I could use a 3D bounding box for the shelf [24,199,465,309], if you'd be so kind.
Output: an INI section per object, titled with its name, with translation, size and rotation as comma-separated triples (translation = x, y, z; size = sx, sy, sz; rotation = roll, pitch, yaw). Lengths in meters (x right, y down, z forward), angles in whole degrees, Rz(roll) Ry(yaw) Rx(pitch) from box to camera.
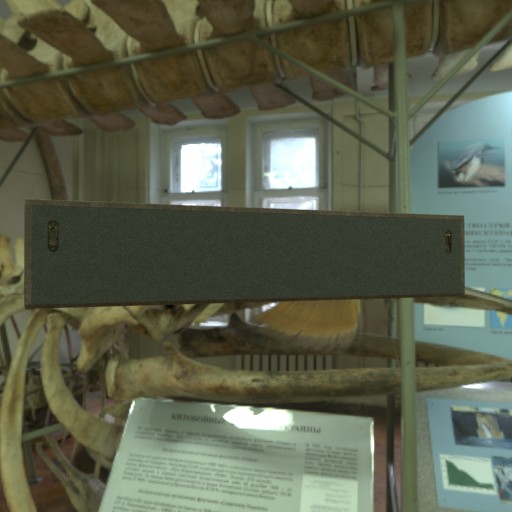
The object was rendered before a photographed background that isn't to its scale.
[shelf]
translation = 0.000, 0.000, 0.686
size = 0.610, 0.125, 0.200
rotation = 0, -1, -17
